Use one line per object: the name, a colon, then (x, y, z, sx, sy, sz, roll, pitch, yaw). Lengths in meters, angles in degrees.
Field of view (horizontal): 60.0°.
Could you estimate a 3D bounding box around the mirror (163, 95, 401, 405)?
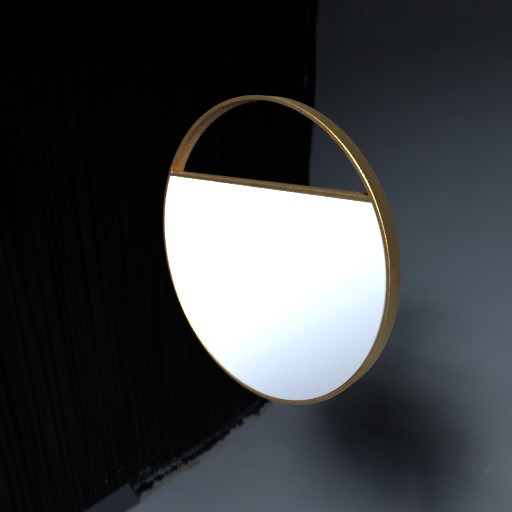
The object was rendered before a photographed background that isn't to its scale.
mirror: (0.000, 0.000, 0.831, 0.565, 0.565, 0.032, 16, 23, 43)
